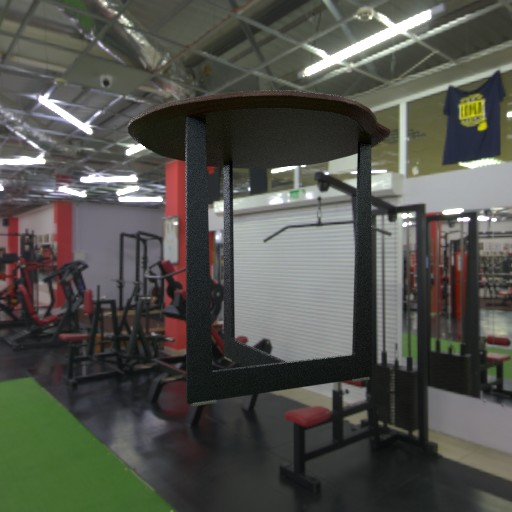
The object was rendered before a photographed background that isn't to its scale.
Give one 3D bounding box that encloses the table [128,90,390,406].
[{"bbox_3d":[0.000,0.000,0.873,0.477,0.476,0.494,0,-1,-36],"label":"table"}]
